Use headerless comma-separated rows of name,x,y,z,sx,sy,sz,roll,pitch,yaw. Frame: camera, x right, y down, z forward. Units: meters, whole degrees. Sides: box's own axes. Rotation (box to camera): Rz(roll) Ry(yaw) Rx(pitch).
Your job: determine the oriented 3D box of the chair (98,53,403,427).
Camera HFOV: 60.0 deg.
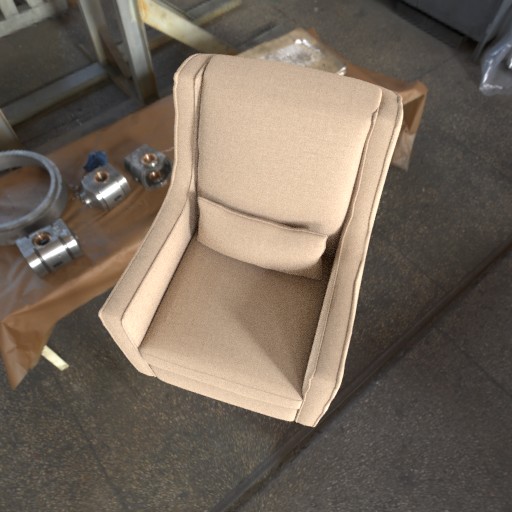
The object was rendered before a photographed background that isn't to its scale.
chair,0.000,0.000,1.558,0.732,0.993,0.879,15,60,9
